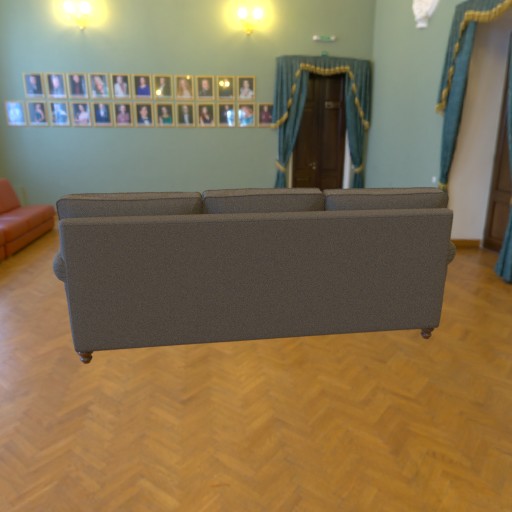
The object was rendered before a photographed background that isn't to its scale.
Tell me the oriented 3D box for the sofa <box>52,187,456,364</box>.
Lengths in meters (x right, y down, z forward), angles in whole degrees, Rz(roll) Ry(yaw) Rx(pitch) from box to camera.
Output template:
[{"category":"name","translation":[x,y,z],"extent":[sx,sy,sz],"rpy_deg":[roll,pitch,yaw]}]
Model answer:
[{"category":"sofa","translation":[0.000,0.000,2.912],"extent":[2.353,0.948,0.966],"rpy_deg":[-2,15,-8]}]
